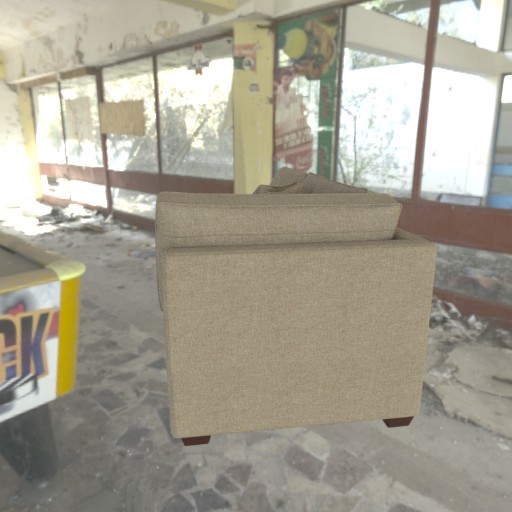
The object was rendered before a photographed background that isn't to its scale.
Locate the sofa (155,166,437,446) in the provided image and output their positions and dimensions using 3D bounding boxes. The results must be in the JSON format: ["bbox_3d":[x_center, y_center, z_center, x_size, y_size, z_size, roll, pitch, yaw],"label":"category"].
[{"bbox_3d":[0.000,0.000,2.772,1.110,1.019,2.238,-2,15,-9],"label":"sofa"}]
